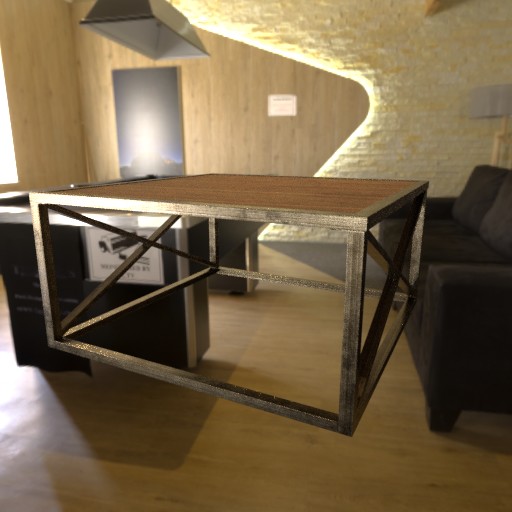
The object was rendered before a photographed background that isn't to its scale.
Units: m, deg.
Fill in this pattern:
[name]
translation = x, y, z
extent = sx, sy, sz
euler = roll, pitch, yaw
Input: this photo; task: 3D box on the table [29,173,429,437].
[table]
translation = 0.000, 0.000, 1.431
extent = 0.909, 0.451, 0.899
euler = 7, 16, 26
